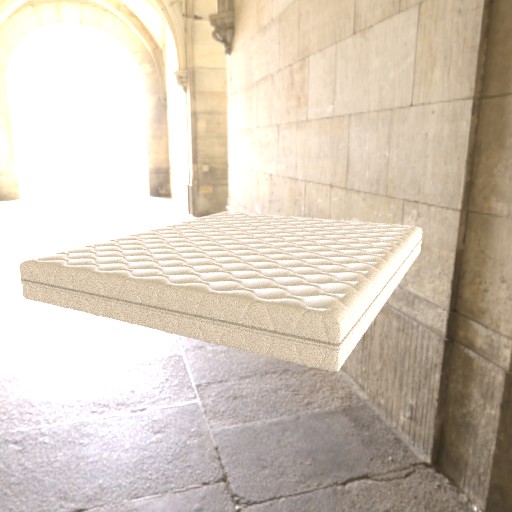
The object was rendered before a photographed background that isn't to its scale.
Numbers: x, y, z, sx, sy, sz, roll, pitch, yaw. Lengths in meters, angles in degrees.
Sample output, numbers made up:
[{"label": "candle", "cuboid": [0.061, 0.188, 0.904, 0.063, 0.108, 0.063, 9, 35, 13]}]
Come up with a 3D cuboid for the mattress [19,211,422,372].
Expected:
[{"label": "mattress", "cuboid": [0.000, 0.000, 2.600, 1.600, 0.200, 1.900, 7, 16, 27]}]
